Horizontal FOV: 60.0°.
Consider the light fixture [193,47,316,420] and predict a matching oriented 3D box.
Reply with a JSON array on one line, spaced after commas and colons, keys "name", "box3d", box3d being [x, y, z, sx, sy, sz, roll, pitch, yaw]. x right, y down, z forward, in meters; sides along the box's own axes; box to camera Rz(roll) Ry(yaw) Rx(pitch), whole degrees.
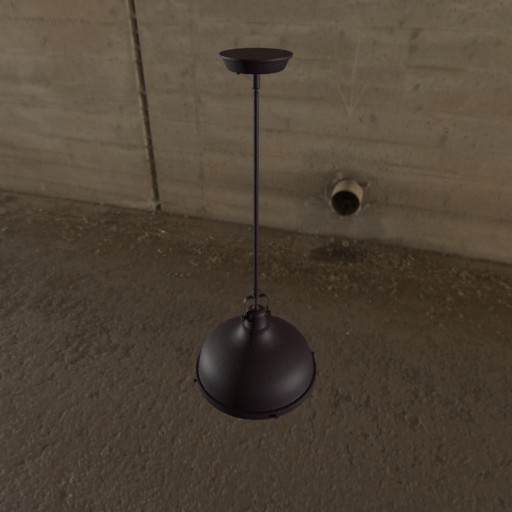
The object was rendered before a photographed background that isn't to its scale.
[{"name": "light fixture", "box3d": [0.000, 0.000, 1.009, 0.341, 0.849, 0.341, -9, 34, -14]}]
